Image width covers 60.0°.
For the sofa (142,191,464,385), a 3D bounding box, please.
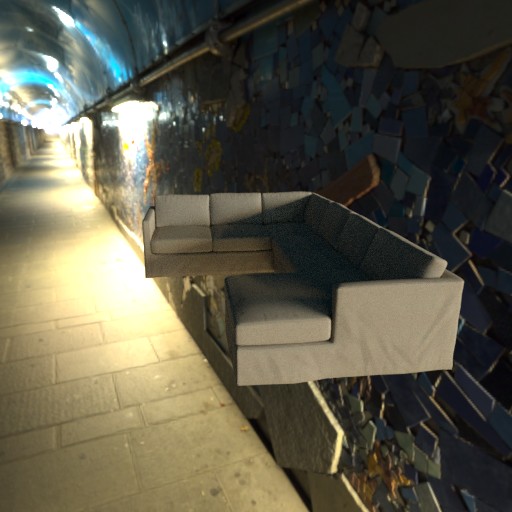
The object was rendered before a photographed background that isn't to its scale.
[{"bbox_3d":[0.000,0.000,4.572,2.427,0.882,3.460,-2,16,-8],"label":"sofa"}]
